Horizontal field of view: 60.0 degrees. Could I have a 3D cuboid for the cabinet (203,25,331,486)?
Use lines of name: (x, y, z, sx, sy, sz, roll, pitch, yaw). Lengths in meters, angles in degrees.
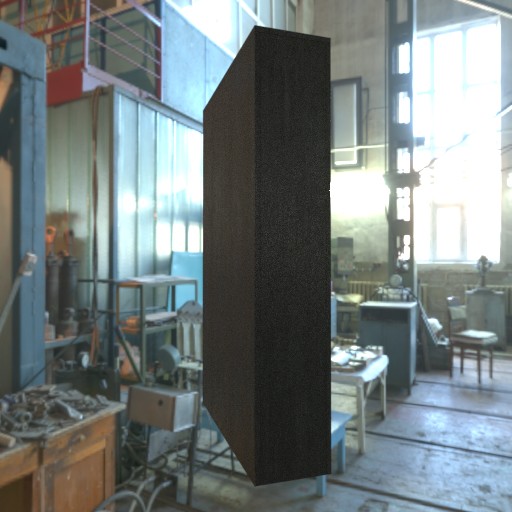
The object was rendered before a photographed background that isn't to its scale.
cabinet: (0.000, 0.000, 1.624, 0.250, 1.280, 0.750, 0, 0, -18)
